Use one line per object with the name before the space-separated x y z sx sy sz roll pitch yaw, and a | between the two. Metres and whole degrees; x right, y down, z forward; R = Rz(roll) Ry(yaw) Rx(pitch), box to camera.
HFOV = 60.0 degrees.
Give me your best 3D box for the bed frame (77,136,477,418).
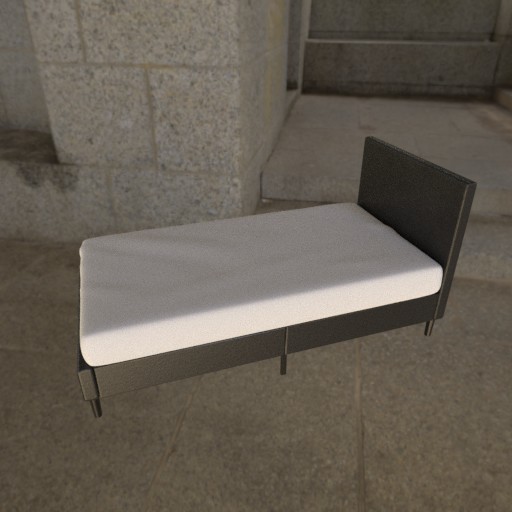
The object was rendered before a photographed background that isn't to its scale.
bed frame | 0.000 0.000 2.547 2.152 1.046 1.038 -9 31 -16
